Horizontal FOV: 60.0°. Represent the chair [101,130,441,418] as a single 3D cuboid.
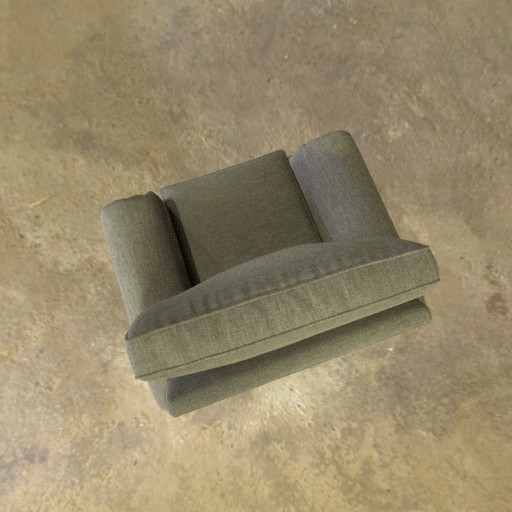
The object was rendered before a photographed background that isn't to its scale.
[{"bbox_3d":[0.000,0.000,1.827,1.092,0.961,0.965,-19,76,-5],"label":"chair"}]
